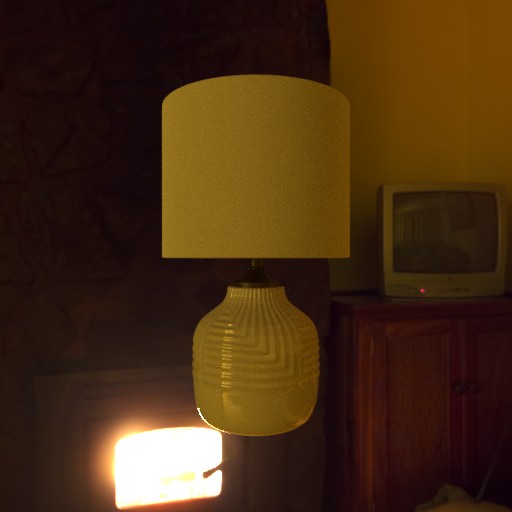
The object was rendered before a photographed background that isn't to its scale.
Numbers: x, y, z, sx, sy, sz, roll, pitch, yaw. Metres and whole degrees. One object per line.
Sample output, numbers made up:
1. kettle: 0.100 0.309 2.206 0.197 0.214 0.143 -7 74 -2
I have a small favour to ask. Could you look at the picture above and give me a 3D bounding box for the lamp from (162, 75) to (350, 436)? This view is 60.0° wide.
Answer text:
1. lamp: 0.000 0.000 0.767 0.318 0.567 0.318 0 0 0
